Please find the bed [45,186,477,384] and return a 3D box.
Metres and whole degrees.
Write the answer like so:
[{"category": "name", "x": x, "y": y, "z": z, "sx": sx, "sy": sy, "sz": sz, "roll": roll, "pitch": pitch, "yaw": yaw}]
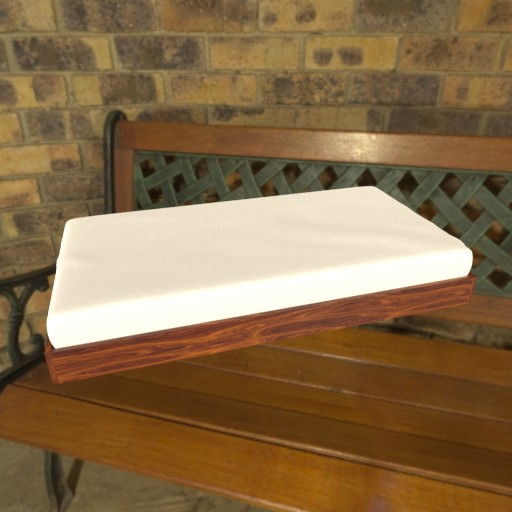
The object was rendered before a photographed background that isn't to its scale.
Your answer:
[{"category": "bed", "x": 0.000, "y": 0.000, "z": 2.212, "sx": 1.860, "sy": 0.312, "sz": 0.940, "roll": -8, "pitch": 30, "yaw": -14}]
